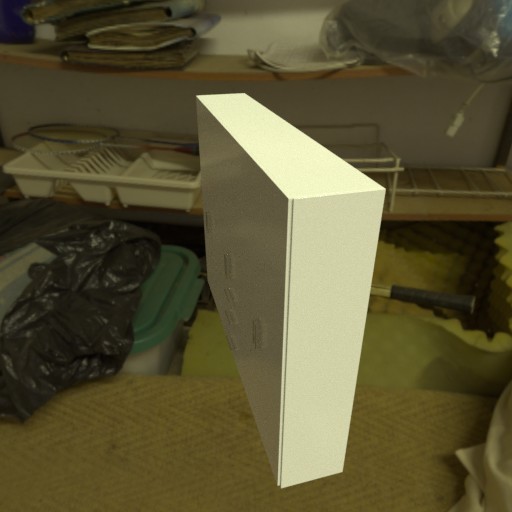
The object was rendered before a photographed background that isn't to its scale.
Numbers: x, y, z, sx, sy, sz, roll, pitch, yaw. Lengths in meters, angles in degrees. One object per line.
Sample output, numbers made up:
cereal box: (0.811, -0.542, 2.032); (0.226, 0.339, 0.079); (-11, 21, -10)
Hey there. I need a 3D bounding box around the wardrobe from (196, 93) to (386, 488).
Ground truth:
wardrobe: (0.000, 0.000, 4.098); (0.580, 2.360, 3.000); (-8, 30, -14)
